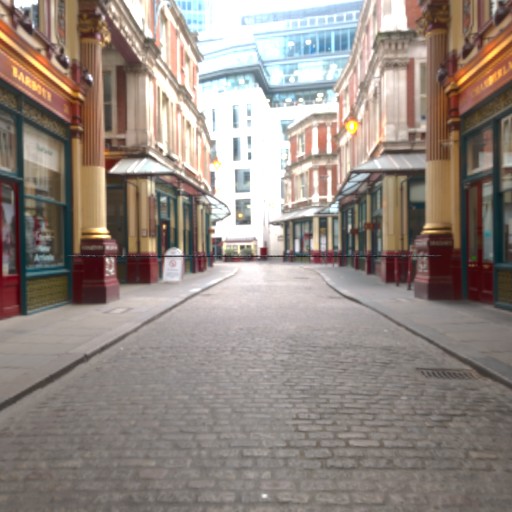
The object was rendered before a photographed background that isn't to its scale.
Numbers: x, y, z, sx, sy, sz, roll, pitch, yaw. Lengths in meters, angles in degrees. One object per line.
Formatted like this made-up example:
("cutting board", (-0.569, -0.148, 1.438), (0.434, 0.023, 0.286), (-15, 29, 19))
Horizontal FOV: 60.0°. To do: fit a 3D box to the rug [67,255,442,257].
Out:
("rug", (0.000, 0.000, 2.354), (1.219, 0.005, 1.828), (0, 0, 1))
